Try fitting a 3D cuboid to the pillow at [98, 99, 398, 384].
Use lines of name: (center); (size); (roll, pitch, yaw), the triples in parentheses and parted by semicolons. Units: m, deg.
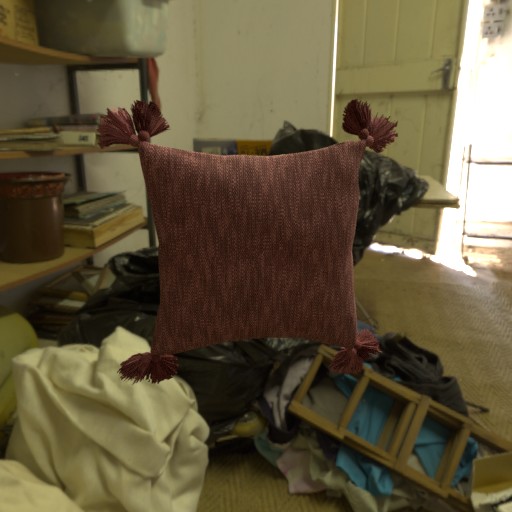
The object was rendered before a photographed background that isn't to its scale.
pillow: (0.000, 0.000, 0.972); (0.641, 0.659, 0.138); (-2, 17, -7)
